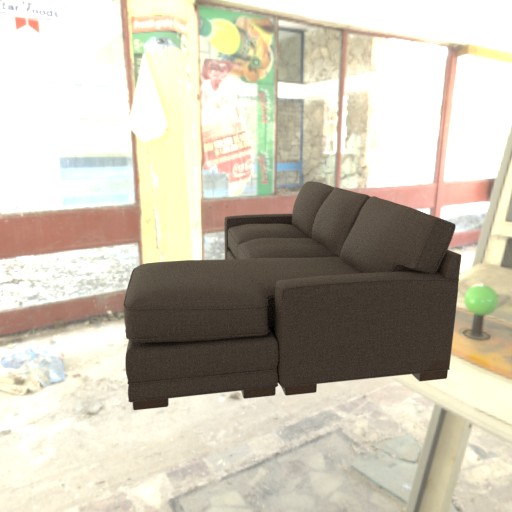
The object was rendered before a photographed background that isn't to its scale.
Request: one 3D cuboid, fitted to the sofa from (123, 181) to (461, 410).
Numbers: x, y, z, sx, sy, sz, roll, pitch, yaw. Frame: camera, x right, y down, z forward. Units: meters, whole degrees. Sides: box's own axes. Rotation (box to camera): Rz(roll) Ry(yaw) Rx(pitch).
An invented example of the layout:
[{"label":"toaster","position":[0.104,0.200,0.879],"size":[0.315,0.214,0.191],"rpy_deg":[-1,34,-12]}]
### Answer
[{"label":"sofa","position":[0.000,0.000,3.365],"size":[1.790,0.973,2.370],"rpy_deg":[-3,14,-11]}]
